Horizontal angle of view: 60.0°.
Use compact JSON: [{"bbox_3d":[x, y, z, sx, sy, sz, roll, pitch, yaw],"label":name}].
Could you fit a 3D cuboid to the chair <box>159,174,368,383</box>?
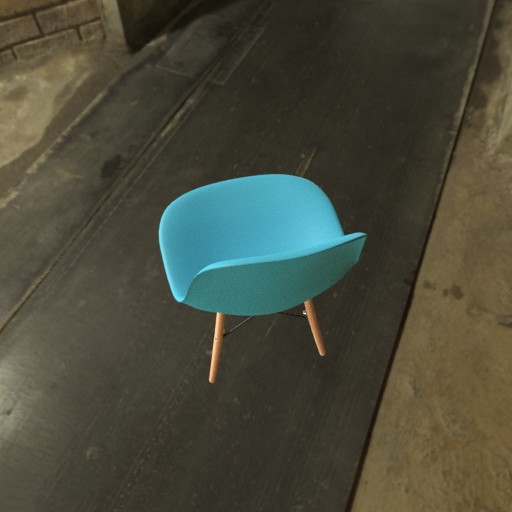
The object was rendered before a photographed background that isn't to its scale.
[{"bbox_3d":[0.000,0.000,1.154,0.470,0.826,0.531,-12,59,-7],"label":"chair"}]
